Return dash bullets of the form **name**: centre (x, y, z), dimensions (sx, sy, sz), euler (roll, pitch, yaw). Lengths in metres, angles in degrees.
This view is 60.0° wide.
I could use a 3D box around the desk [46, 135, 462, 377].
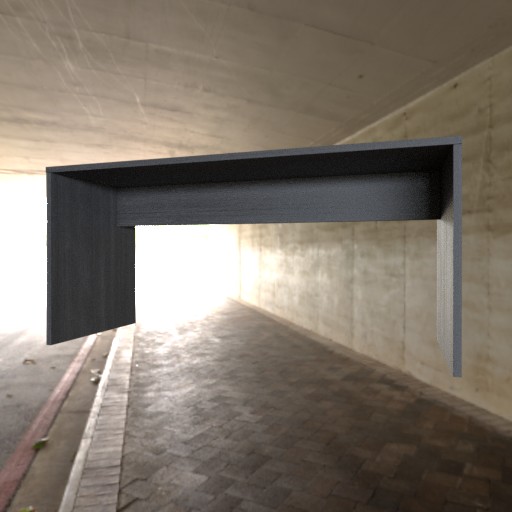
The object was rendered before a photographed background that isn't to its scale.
- **desk**: centre (0.000, 0.000, 2.000), dimensions (1.600, 0.750, 0.802), euler (0, 0, 18)
